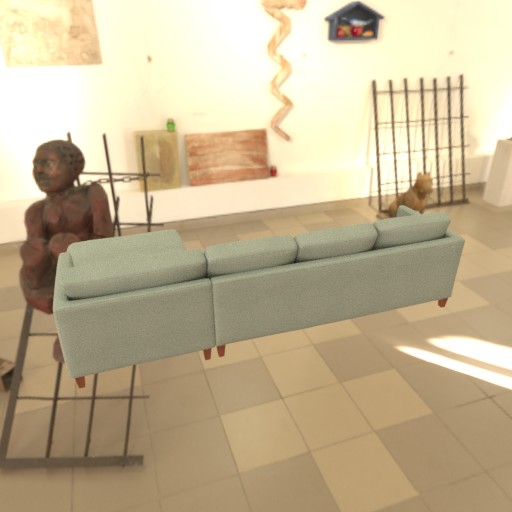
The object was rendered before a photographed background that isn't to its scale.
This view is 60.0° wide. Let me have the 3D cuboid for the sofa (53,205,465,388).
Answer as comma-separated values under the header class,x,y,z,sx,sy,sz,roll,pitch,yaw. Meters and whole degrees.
class,x,y,z,sx,sy,sz,roll,pitch,yaw
sofa,0.000,0.000,4.236,3.471,0.950,1.604,-9,29,-17
